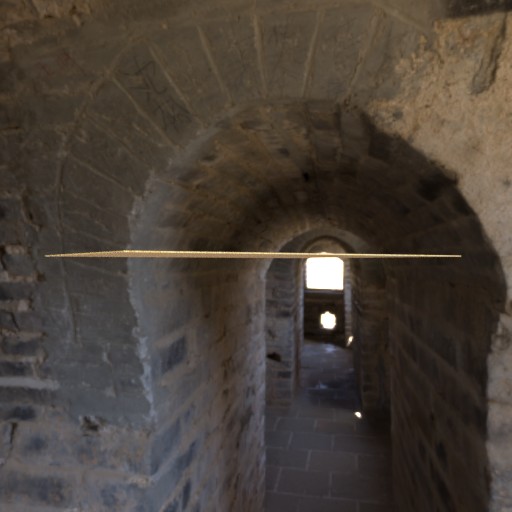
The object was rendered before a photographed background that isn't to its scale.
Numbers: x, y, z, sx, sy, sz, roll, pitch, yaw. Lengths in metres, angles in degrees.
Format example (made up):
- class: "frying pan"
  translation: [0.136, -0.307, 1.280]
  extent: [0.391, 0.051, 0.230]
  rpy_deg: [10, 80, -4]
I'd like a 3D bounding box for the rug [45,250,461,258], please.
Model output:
- class: "rug"
  translation: [0.000, 0.000, 2.928]
  extent: [2.286, 0.006, 1.524]
  rpy_deg: [1, -1, -35]
